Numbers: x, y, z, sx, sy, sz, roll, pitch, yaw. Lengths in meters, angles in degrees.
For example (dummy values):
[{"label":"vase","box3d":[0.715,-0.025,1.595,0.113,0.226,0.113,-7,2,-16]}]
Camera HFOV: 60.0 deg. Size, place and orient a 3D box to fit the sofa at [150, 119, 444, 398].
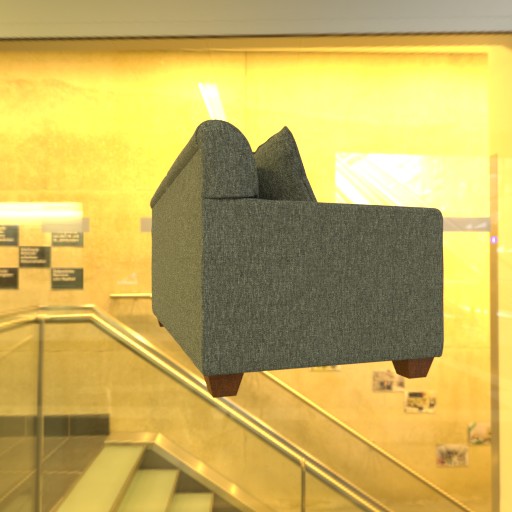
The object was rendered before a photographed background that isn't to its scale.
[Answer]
[{"label":"sofa","box3d":[0.000,0.000,2.428,0.998,0.958,1.846,0,-1,-18]}]
